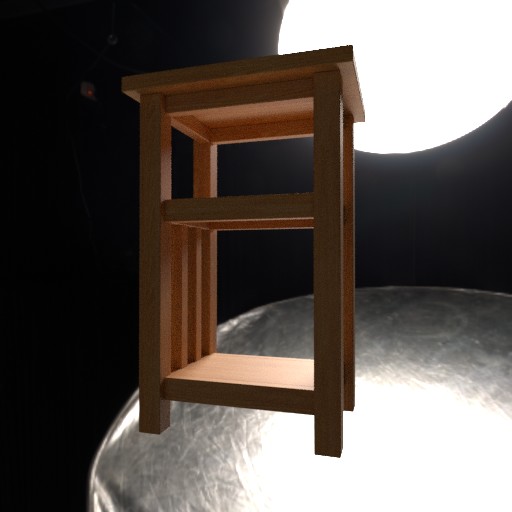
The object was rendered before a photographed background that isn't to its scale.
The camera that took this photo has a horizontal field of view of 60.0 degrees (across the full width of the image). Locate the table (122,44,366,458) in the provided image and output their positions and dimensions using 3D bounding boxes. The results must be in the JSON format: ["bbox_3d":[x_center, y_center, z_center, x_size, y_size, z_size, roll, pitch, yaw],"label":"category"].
[{"bbox_3d":[0.000,0.000,0.755,0.350,0.550,0.270,0,-1,17],"label":"table"}]
